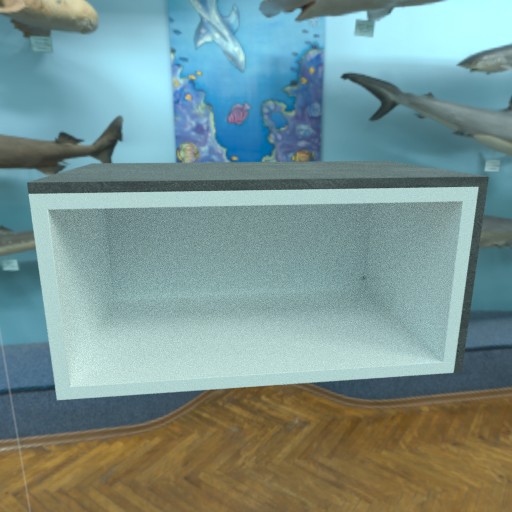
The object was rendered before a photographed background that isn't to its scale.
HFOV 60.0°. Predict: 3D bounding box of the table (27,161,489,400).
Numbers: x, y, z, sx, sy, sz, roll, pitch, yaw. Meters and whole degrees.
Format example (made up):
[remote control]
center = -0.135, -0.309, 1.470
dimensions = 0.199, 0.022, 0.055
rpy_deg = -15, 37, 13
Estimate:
[table]
center = 0.000, 0.000, 0.903
dimensions = 0.700, 0.350, 0.400
rpy_deg = -2, 16, -7
